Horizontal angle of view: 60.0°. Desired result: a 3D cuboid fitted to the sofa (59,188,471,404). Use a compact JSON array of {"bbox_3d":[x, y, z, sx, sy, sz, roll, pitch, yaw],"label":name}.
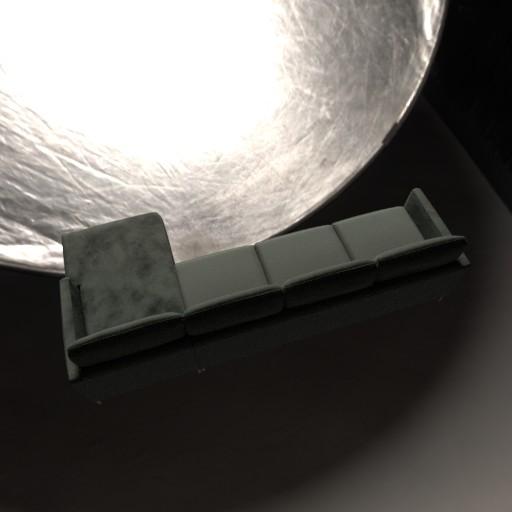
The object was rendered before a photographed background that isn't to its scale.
[{"bbox_3d":[0.000,0.000,3.255,2.725,0.756,1.255,-15,59,-9],"label":"sofa"}]
